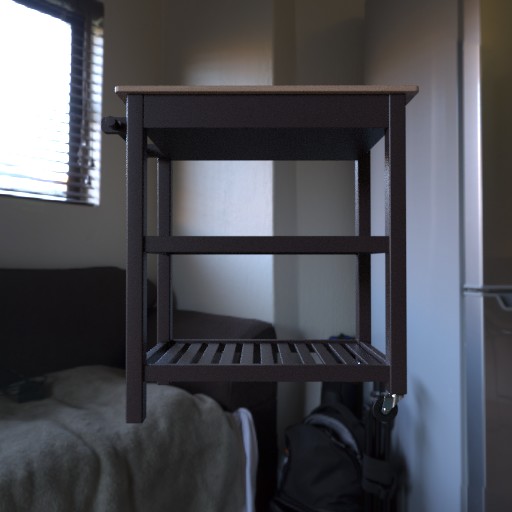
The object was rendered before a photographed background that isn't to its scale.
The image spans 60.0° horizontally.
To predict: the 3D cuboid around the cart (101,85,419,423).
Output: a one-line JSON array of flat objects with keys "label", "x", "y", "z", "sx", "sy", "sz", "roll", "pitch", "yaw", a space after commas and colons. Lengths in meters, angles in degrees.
[{"label": "cart", "x": 0.000, "y": 0.000, "z": 1.434, "sx": 0.899, "sy": 0.927, "sz": 0.457, "roll": 0, "pitch": -1, "yaw": 0}]
